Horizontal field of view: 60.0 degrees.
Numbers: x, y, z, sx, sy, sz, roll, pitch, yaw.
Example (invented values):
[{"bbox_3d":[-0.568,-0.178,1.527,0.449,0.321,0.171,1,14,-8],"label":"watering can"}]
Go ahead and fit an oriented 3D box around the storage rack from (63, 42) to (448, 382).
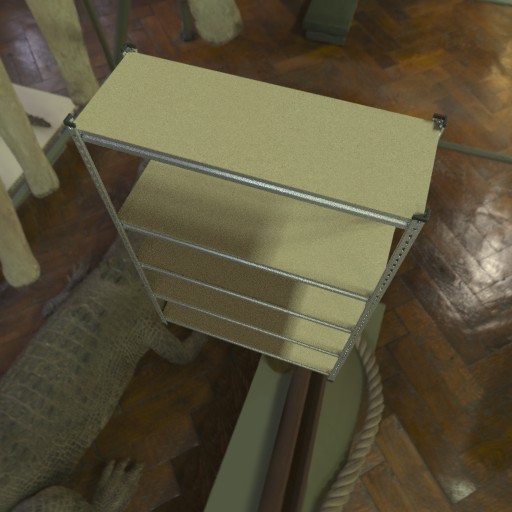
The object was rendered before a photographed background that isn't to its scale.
[{"bbox_3d":[0.000,0.000,2.280,1.219,1.829,0.457,17,61,10],"label":"storage rack"}]
